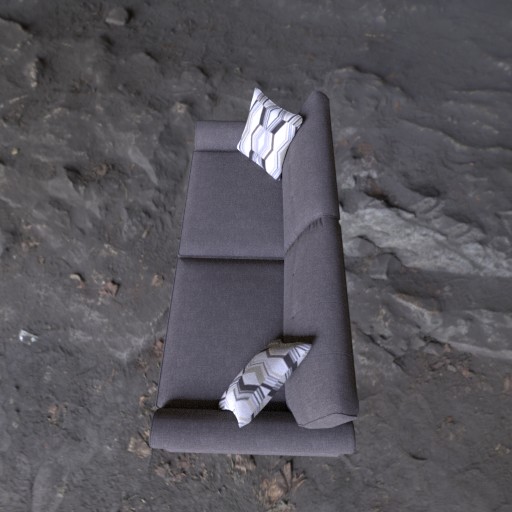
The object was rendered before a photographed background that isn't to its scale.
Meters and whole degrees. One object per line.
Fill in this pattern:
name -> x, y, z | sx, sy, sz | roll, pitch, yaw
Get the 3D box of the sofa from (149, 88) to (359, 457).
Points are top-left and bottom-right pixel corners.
sofa -> 0.000, 0.000, 2.471 | 0.889, 0.813, 2.032 | 1, 57, 1
